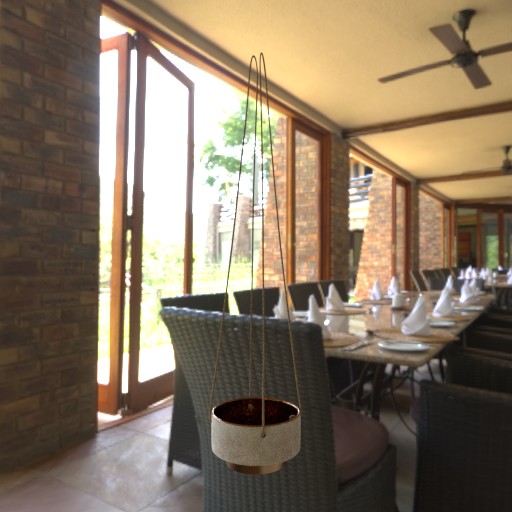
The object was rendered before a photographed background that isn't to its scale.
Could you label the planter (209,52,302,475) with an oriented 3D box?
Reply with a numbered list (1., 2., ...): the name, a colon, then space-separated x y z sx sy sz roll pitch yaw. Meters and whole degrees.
1. planter: 0.000 0.000 1.125 0.223 1.030 0.223 -1 -1 36
